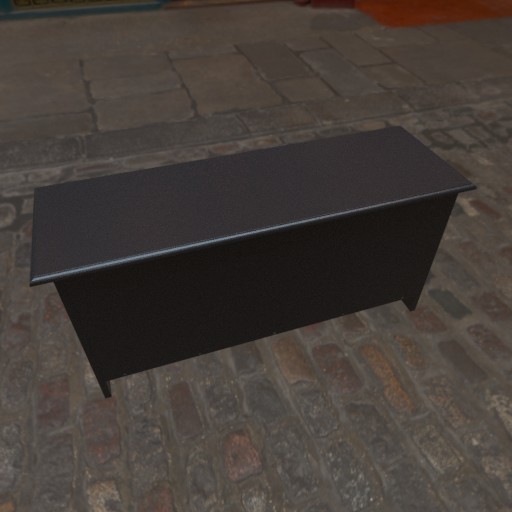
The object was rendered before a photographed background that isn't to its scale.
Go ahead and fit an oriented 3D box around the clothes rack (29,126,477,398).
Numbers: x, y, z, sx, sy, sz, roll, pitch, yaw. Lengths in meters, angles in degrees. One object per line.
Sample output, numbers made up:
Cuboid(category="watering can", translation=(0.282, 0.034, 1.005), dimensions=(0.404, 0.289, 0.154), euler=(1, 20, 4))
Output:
Cuboid(category="clothes rack", translation=(0.000, 0.000, 1.466), dimensions=(1.219, 0.556, 0.406), euler=(-13, 44, -14))
